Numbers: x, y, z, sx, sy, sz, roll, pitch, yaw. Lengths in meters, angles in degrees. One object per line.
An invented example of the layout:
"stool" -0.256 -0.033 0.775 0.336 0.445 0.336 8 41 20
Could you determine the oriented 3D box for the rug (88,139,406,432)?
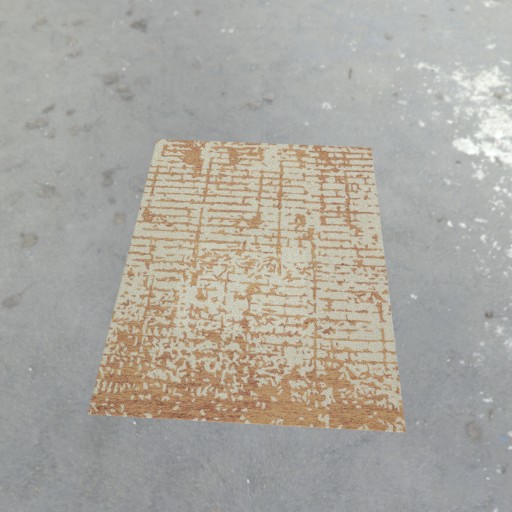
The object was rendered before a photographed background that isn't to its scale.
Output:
"rug" 0.000 0.000 4.216 2.441 0.011 3.050 3 57 2
